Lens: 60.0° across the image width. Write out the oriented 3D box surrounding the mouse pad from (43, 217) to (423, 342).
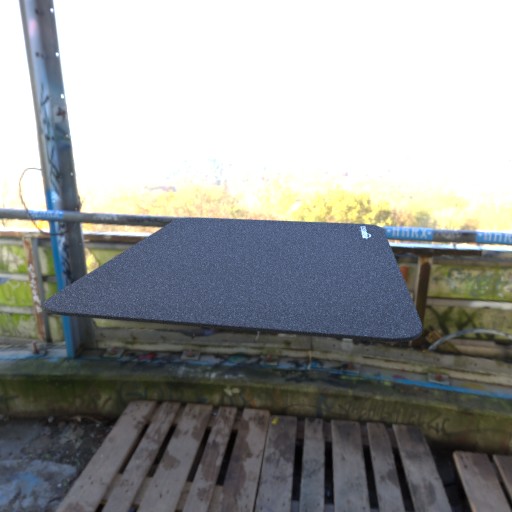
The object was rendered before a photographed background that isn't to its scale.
[{"bbox_3d":[0.000,0.000,0.344,0.211,0.002,0.249,3,17,10],"label":"mouse pad"}]
